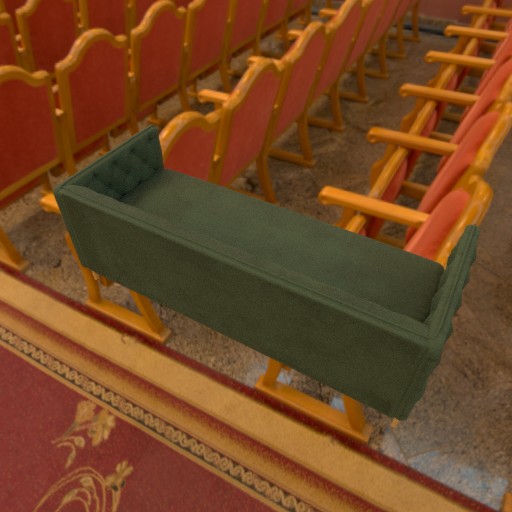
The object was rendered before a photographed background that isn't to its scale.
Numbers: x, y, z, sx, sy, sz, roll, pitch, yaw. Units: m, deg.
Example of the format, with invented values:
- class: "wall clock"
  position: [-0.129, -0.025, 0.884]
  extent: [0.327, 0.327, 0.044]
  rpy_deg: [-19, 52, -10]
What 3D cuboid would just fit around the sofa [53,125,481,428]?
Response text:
- class: "sofa"
  position: [0.000, 0.000, 2.631]
  extent: [2.209, 0.771, 0.895]
  rpy_deg: [22, 48, 21]
